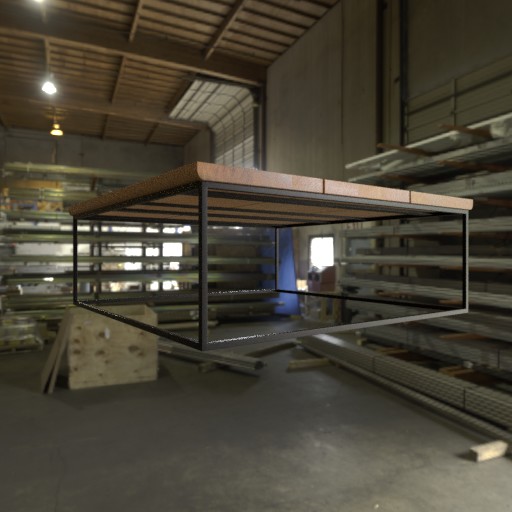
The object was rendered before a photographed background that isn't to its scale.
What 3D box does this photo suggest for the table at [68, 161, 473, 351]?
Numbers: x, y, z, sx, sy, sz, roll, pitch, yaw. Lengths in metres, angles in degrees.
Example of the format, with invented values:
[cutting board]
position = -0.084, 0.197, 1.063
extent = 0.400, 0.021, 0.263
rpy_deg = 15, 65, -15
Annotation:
[table]
position = 0.000, 0.000, 1.692
extent = 1.100, 0.400, 1.100
rpy_deg = 0, 0, -36
